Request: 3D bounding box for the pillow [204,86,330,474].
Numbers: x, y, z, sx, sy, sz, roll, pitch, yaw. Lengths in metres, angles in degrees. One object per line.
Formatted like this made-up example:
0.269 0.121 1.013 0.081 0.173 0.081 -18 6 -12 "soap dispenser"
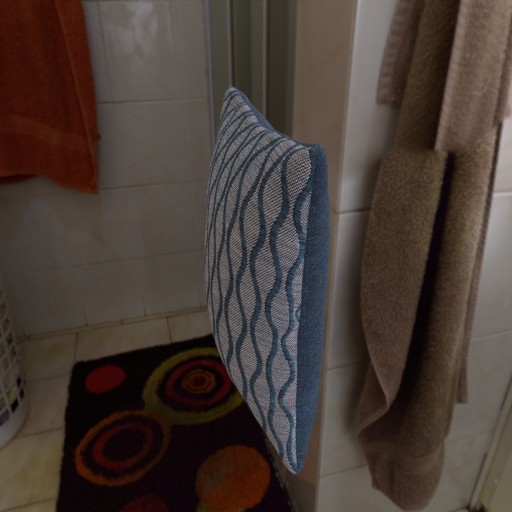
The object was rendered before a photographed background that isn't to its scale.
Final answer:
0.000 0.000 0.667 0.159 0.435 0.435 -7 29 -12 "pillow"
